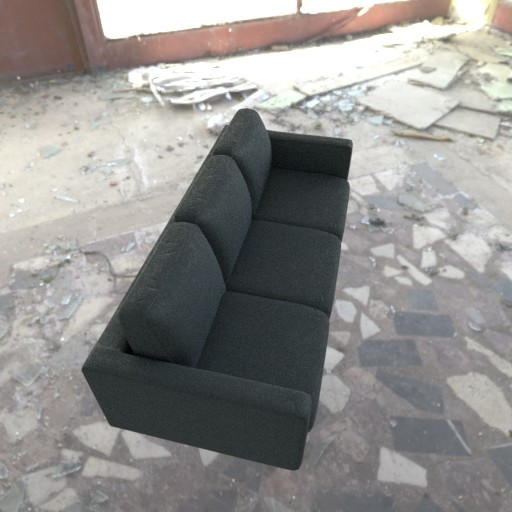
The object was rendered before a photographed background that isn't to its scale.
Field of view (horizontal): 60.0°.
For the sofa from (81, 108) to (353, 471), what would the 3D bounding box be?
[{"bbox_3d":[0.000,0.000,2.514,0.935,0.945,2.013,10,45,10],"label":"sofa"}]
